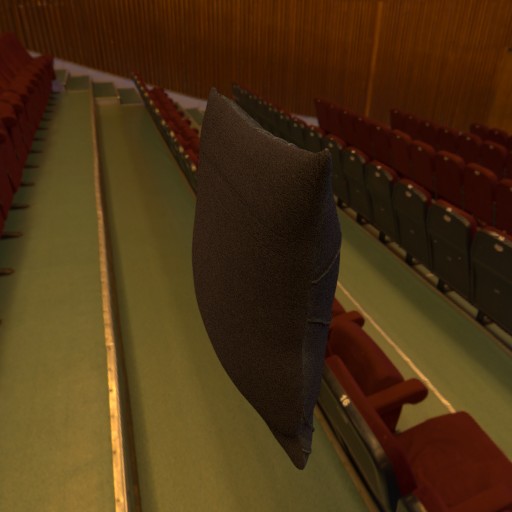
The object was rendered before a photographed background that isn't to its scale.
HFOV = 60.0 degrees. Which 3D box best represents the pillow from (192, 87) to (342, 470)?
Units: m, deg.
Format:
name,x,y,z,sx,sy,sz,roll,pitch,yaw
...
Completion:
name,x,y,z,sx,sy,sz,roll,pitch,yaw
pillow,0.000,0.000,0.679,0.183,0.440,0.439,-10,31,-16
